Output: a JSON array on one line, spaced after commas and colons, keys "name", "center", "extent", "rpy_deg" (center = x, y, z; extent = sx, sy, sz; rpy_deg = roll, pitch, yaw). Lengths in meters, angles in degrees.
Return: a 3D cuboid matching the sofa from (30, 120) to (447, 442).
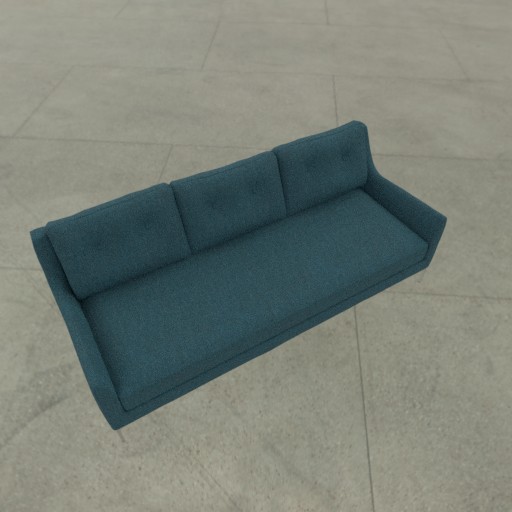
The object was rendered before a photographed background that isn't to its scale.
[{"name": "sofa", "center": [0.000, 0.000, 2.465], "extent": [2.060, 0.837, 0.849], "rpy_deg": [-23, 50, -21]}]
